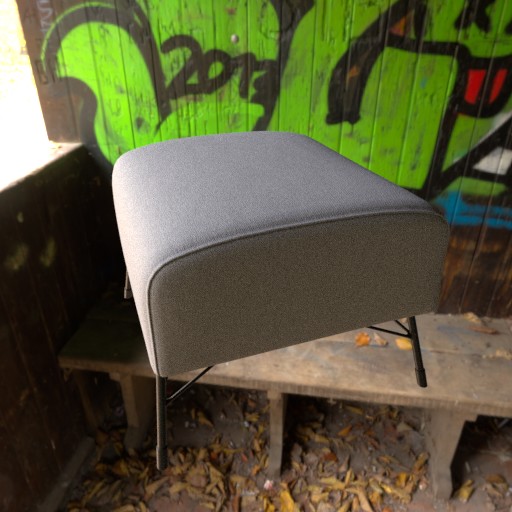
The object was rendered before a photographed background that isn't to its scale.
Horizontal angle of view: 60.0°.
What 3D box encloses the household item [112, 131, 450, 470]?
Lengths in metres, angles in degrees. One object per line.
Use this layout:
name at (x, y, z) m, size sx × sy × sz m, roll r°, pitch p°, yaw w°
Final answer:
household item at (0.000, 0.000, 0.905) m, size 0.530 × 0.410 × 0.530 m, roll -10°, pitch 31°, yaw -18°
